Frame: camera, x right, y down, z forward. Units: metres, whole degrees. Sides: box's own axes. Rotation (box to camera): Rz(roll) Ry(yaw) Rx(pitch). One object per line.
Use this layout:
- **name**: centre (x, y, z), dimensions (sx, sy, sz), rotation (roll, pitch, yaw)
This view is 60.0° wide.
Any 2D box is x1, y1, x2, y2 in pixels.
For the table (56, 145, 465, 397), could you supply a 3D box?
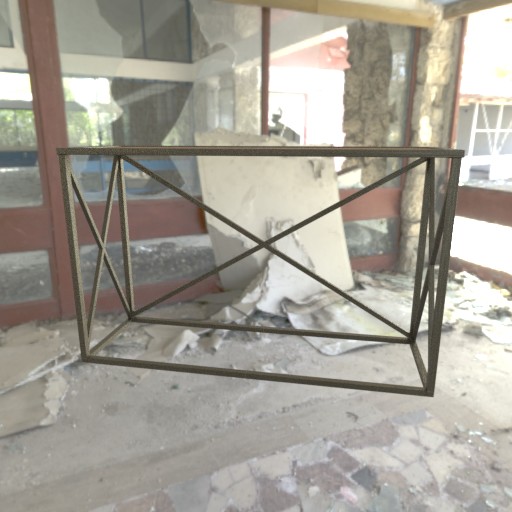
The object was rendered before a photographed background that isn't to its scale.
- **table**: centre (0.000, 0.000, 1.581), dimensions (1.216, 0.753, 0.402), rotation (3, 15, 10)
